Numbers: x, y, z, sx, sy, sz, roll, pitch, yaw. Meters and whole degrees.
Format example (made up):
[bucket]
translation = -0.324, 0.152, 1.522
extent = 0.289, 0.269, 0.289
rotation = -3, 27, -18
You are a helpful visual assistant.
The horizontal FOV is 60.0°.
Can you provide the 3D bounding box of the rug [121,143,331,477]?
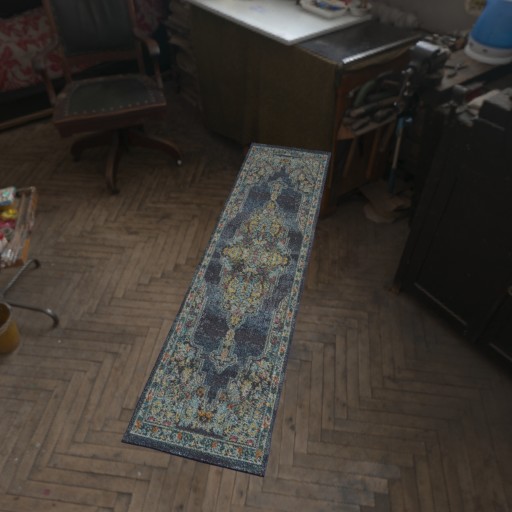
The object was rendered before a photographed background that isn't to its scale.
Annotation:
[rug]
translation = 0.000, 0.000, 2.519
extent = 0.602, 0.016, 2.283
rotation = 10, 47, 9
